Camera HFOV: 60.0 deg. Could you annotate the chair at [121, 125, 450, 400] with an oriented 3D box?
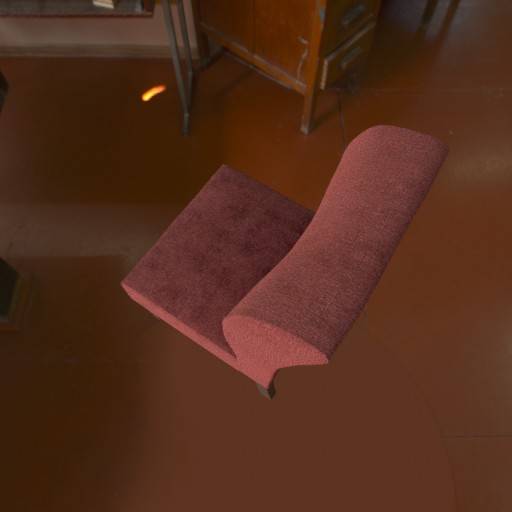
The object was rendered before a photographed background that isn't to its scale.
[{"bbox_3d":[0.000,0.000,1.253,0.640,0.846,0.538,31,68,14],"label":"chair"}]
